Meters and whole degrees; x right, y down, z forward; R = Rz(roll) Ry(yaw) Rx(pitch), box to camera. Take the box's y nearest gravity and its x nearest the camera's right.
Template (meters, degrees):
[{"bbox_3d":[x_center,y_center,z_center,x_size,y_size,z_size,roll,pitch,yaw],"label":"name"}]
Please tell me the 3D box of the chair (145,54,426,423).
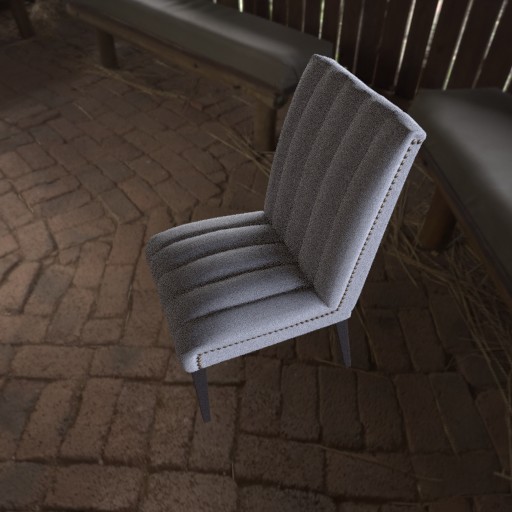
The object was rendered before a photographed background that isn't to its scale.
[{"bbox_3d":[0.000,0.000,1.408,0.647,1.016,0.511,-16,47,-15],"label":"chair"}]
